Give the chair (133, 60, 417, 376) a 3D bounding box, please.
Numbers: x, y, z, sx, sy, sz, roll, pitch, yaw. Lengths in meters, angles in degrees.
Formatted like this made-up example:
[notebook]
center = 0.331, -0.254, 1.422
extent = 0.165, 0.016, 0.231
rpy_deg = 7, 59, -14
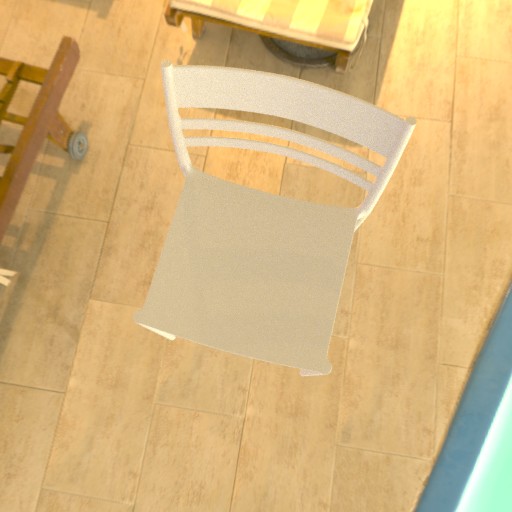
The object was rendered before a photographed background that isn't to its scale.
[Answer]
[chair]
center = 0.000, 0.000, 1.127
extent = 0.531, 0.800, 0.511
rpy_deg = 15, 77, 4
